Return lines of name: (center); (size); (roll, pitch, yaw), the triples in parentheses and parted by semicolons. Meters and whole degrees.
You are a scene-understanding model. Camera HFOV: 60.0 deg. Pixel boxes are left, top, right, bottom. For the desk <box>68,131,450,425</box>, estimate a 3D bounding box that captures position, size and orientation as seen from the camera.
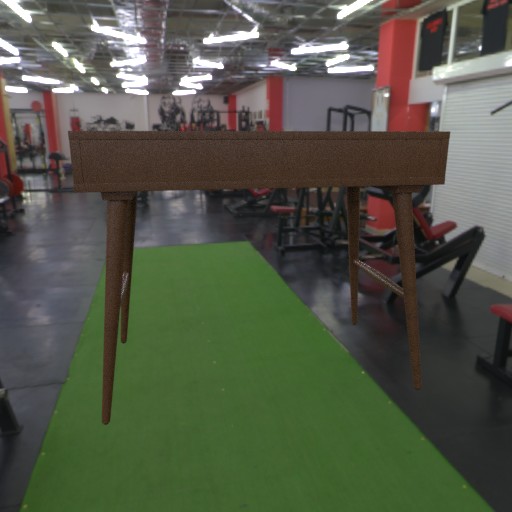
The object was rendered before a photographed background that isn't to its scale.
desk: (0.000, 0.000, 1.405); (0.949, 0.758, 0.510); (-3, 15, -10)
